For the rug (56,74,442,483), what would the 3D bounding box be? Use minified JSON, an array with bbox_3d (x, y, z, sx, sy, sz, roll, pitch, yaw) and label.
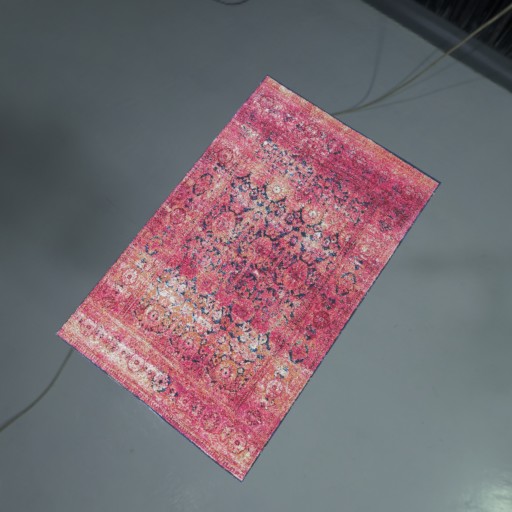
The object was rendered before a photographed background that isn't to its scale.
[{"bbox_3d":[0.000,0.000,3.068,1.539,0.018,2.449,35,79,8],"label":"rug"}]
